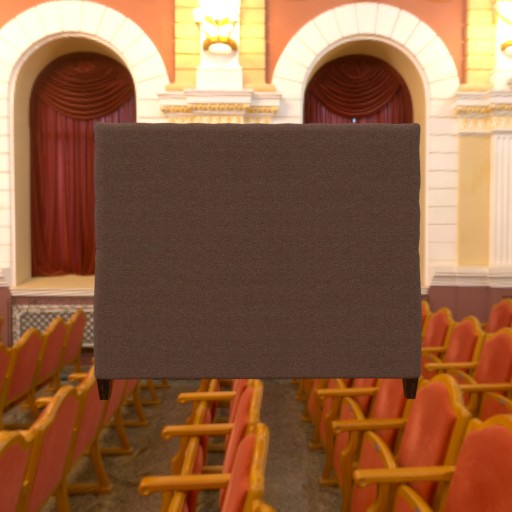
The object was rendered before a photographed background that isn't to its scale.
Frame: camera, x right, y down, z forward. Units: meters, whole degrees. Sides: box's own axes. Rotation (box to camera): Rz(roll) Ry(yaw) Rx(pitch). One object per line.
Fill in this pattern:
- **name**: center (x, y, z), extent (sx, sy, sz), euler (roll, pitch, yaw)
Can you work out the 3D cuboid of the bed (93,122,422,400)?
- **bed**: center (0.000, 0.000, 3.435), extent (1.698, 1.427, 2.387), euler (0, 1, -1)
